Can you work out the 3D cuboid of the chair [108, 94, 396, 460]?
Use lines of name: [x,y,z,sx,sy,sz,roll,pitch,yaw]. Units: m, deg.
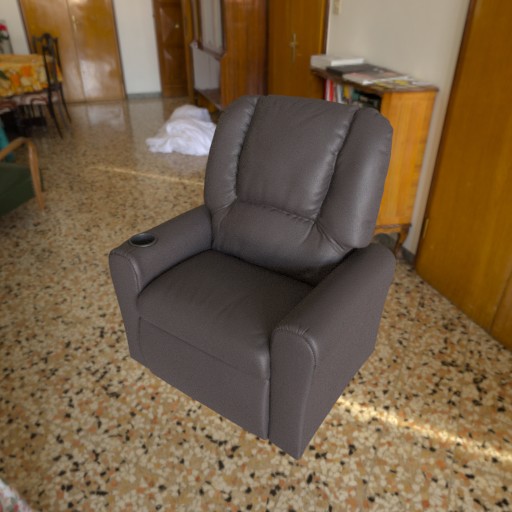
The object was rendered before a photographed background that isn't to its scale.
chair: [0.000,0.000,1.132,0.610,0.709,0.521,20,36,29]
